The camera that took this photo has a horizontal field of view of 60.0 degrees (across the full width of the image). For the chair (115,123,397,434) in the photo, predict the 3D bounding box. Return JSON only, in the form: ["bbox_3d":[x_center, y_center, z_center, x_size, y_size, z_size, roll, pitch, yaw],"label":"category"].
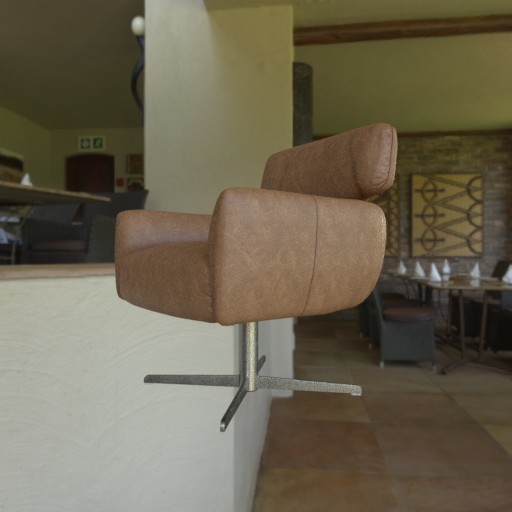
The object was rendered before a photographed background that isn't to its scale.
[{"bbox_3d":[0.000,0.000,1.363,0.715,0.812,0.706,0,1,-36],"label":"chair"}]
